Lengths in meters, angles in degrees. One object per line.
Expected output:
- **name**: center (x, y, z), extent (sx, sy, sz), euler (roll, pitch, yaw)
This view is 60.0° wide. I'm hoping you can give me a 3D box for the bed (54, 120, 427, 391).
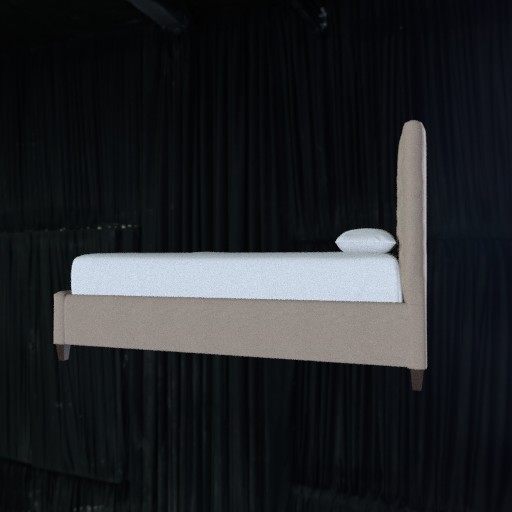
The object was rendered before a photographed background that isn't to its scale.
- **bed**: center (0.000, 0.000, 3.460), extent (2.387, 1.427, 1.698), euler (0, 0, 17)
